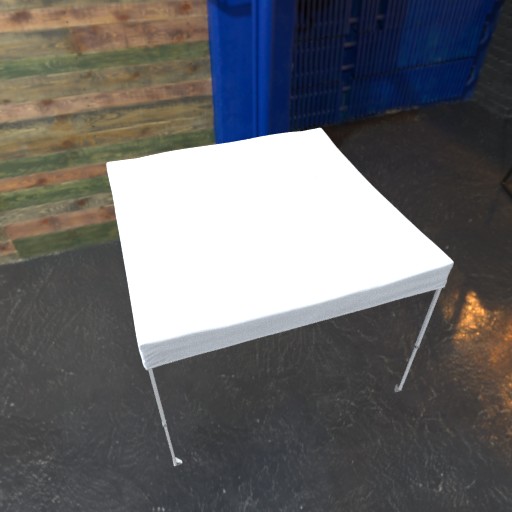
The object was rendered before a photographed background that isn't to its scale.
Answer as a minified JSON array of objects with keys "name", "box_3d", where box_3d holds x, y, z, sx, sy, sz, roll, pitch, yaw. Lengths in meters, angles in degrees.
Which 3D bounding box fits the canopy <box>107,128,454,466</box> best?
[{"name":"canopy","box_3d":[0.000,0.000,5.398,2.996,2.997,2.998,-13,44,-14]}]
